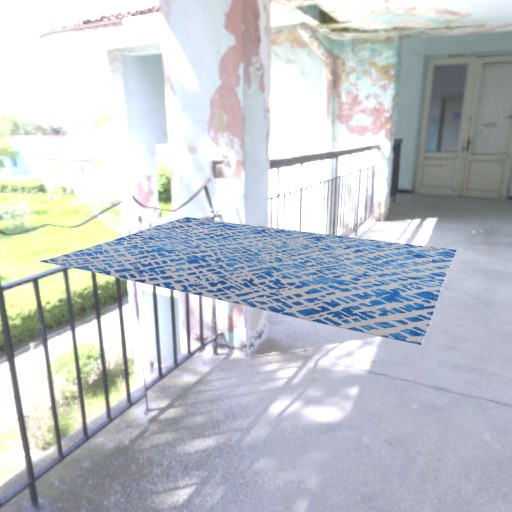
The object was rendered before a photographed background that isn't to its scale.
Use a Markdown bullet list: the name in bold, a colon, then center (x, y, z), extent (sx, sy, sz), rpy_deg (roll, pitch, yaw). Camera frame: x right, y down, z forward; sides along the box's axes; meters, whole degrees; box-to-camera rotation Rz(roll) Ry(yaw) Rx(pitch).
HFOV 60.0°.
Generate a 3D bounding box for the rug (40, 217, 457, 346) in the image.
- **rug**: center (0.000, 0.000, 2.315), extent (1.830, 0.011, 1.209), rpy_deg (9, 19, 27)
